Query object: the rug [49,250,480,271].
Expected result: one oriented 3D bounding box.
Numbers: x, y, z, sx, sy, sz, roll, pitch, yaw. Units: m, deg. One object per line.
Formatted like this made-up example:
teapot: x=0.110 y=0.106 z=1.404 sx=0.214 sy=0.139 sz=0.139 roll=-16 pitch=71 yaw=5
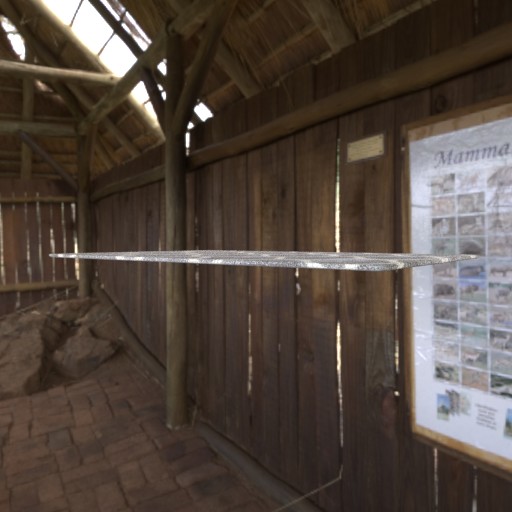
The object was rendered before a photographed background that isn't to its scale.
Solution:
rug: x=0.000 y=0.000 z=3.317 sx=2.701 sy=0.026 sz=1.801 roll=1 pitch=2 yaw=38
